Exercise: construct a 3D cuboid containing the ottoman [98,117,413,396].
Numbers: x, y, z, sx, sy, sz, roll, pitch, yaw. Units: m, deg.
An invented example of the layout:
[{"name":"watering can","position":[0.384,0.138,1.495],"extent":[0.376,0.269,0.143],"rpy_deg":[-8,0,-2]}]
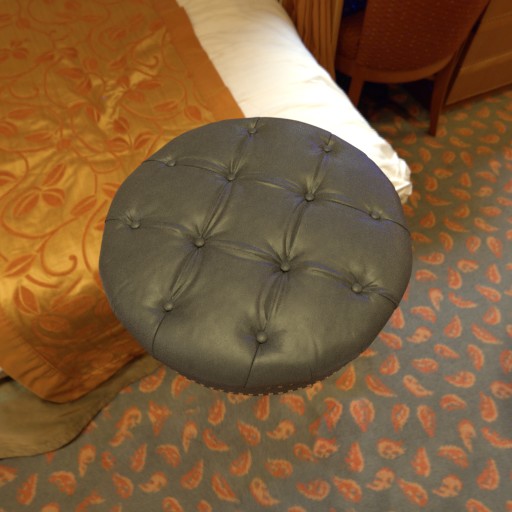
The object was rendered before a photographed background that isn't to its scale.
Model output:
[{"name":"ottoman","position":[0.000,0.000,1.395],"extent":[0.901,0.439,0.901],"rpy_deg":[0,58,0]}]
